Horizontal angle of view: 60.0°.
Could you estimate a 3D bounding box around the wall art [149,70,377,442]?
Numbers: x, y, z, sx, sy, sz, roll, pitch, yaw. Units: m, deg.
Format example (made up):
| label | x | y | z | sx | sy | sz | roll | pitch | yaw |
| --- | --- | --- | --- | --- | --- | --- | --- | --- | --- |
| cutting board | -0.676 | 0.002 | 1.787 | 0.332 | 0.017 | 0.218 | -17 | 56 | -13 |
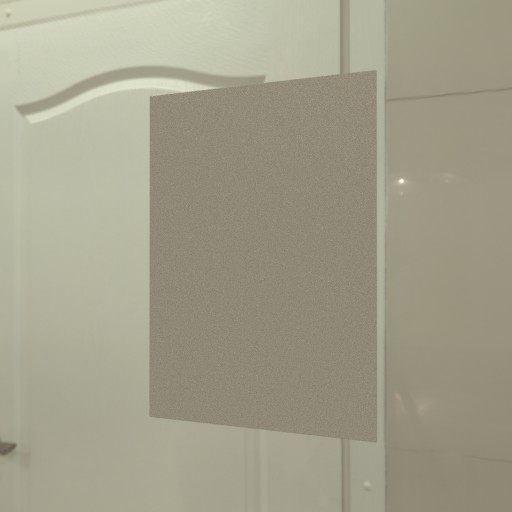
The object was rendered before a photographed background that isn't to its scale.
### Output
| label | x | y | z | sx | sy | sz | roll | pitch | yaw |
| --- | --- | --- | --- | --- | --- | --- | --- | --- | --- |
| wall art | 0.000 | 0.000 | 1.535 | 0.808 | 1.183 | 0.038 | 0 | 0 | 16 |
